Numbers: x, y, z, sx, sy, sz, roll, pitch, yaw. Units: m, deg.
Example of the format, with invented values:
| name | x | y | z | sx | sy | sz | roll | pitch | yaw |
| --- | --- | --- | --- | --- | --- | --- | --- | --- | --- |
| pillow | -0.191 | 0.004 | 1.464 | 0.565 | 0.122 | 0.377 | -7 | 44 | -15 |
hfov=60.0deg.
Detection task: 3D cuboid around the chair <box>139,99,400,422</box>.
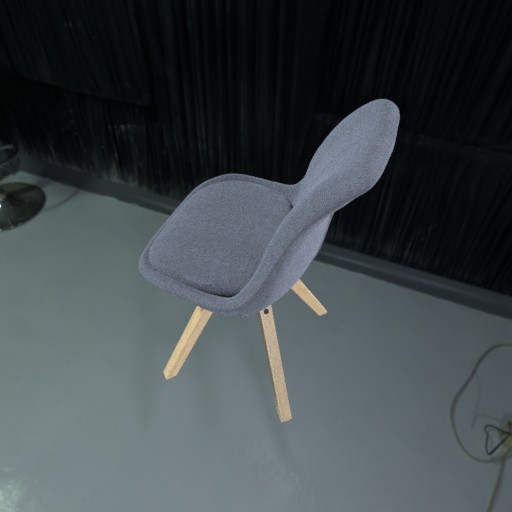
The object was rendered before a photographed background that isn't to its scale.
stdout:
| name | x | y | z | sx | sy | sz | roll | pitch | yaw |
| --- | --- | --- | --- | --- | --- | --- | --- | --- | --- |
| chair | 0.000 | 0.000 | 1.180 | 0.550 | 0.850 | 0.485 | 15 | 48 | 14 |
